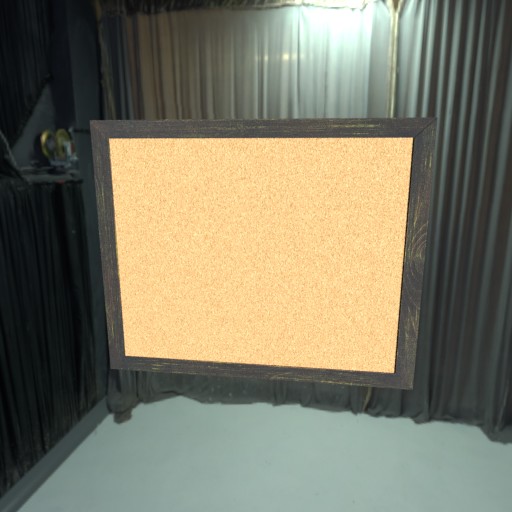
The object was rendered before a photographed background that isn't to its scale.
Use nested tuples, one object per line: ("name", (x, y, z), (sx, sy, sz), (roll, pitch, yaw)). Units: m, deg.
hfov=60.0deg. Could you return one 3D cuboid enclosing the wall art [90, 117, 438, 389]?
("wall art", (0.000, 0.000, 0.776), (0.558, 0.457, 0.032), (2, 14, 8))
